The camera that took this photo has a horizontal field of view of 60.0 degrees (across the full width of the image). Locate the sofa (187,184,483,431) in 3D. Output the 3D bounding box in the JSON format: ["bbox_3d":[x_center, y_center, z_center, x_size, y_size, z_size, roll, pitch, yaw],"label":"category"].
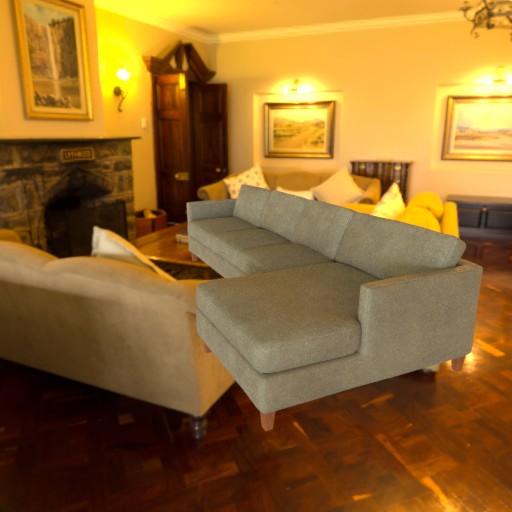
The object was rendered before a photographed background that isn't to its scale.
[{"bbox_3d":[0.000,0.000,4.023,1.604,0.950,3.471,-7,17,-24],"label":"sofa"}]
